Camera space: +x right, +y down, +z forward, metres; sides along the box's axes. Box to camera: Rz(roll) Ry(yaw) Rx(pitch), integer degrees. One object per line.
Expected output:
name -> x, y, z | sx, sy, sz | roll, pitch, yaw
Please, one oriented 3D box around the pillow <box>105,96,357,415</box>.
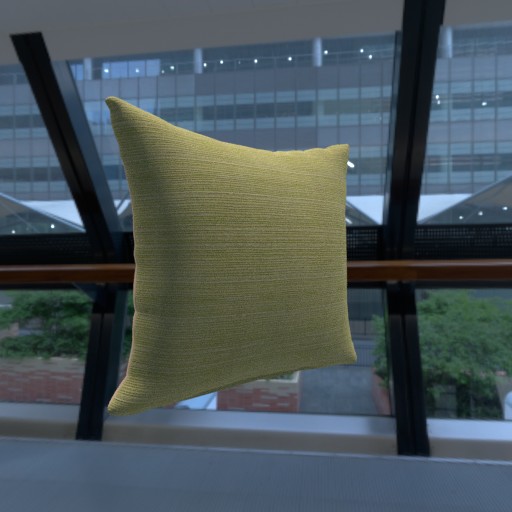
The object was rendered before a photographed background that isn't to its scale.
pillow -> 0.000, 0.000, 0.828 | 0.560, 0.487, 0.229 | -1, 1, -37
